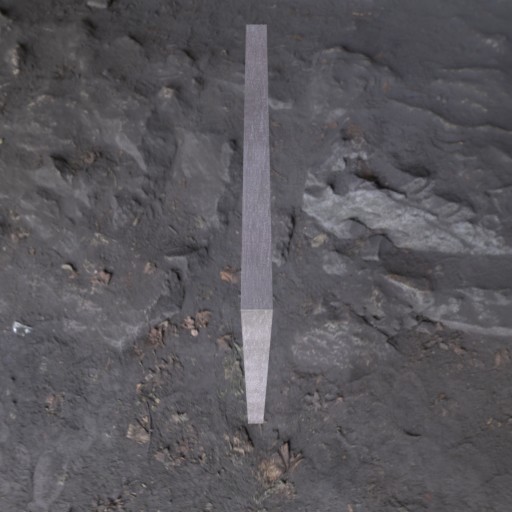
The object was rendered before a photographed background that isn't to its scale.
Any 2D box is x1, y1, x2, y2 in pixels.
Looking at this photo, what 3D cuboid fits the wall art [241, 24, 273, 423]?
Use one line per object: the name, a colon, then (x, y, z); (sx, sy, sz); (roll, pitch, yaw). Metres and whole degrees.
wall art: (0.000, 0.000, 0.718); (0.032, 0.521, 0.421); (0, 59, 0)
